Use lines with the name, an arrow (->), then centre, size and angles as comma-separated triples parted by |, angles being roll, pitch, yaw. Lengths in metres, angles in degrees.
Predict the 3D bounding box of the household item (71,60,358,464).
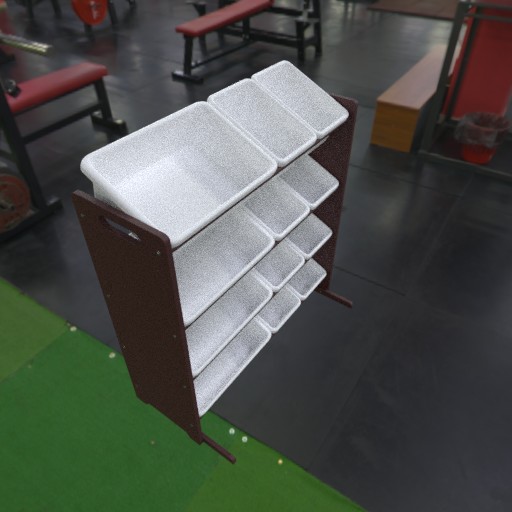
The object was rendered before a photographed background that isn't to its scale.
household item -> 0.000, 0.000, 1.306 | 0.389, 0.864, 0.787 | 26, 47, 26
